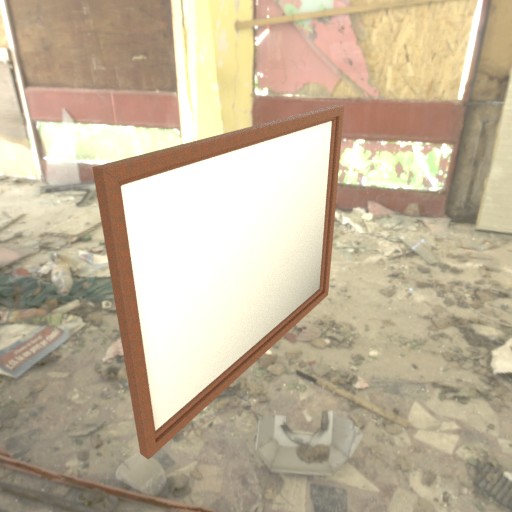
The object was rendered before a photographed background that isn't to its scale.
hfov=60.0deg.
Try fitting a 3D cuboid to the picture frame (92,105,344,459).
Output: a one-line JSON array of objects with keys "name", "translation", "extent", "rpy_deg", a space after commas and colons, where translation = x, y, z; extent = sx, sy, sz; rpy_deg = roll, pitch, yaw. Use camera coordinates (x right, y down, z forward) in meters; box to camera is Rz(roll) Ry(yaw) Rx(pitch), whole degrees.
[{"name": "picture frame", "translation": [0.000, 0.000, 1.793], "extent": [0.045, 1.018, 1.329], "rpy_deg": [18, 32, 31]}]
